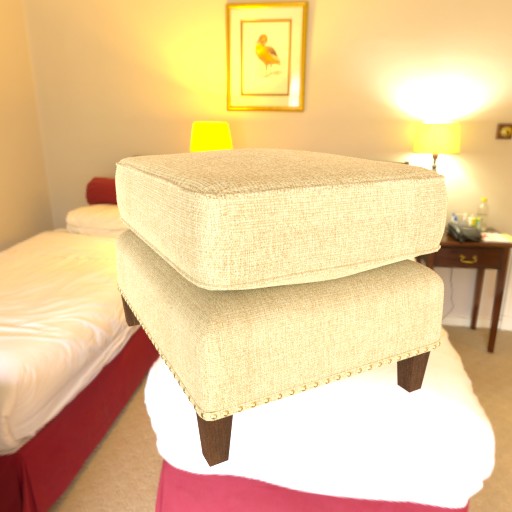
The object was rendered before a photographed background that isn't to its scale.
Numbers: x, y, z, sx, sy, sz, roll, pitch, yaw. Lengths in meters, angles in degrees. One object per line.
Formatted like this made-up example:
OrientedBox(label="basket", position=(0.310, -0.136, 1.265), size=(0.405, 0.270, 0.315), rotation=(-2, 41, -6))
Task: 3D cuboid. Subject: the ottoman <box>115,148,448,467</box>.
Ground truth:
OrientedBox(label="ottoman", position=(0.000, 0.000, 1.138), size=(0.589, 0.537, 0.738), rotation=(-9, 19, -27))
